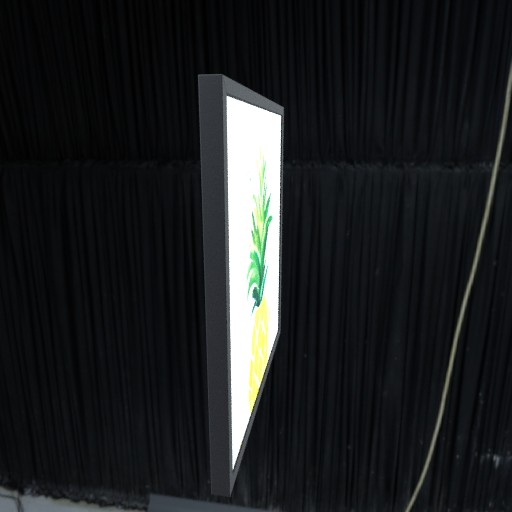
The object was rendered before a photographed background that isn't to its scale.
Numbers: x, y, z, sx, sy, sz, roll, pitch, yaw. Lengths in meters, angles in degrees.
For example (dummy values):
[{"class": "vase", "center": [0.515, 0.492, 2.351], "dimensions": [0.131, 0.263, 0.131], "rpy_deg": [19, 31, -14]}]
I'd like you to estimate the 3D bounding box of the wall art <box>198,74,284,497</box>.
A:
[{"class": "wall art", "center": [0.000, 0.000, 1.121], "dimensions": [0.037, 0.760, 0.762], "rpy_deg": [3, 15, 10]}]
